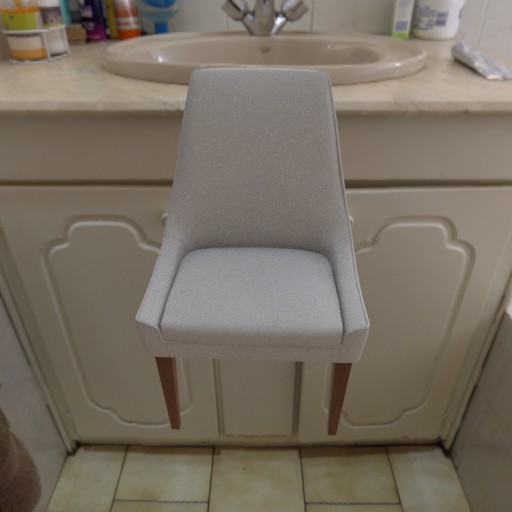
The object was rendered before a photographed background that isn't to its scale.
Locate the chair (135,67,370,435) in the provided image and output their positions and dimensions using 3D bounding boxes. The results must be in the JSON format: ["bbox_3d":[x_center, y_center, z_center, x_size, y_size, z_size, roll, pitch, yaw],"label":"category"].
[{"bbox_3d":[0.000,0.000,1.192,0.529,0.861,0.544,1,33,2],"label":"chair"}]
